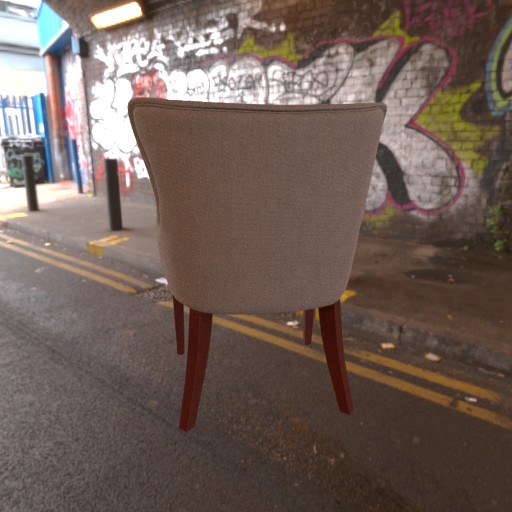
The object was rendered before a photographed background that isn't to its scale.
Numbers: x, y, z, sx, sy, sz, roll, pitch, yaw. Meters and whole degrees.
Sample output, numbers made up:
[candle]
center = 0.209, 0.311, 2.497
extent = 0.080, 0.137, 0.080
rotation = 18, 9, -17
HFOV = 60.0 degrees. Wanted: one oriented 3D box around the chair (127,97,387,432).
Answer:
[chair]
center = 0.000, 0.000, 1.458
extent = 0.732, 0.948, 0.677
rotation = -2, 15, -9
